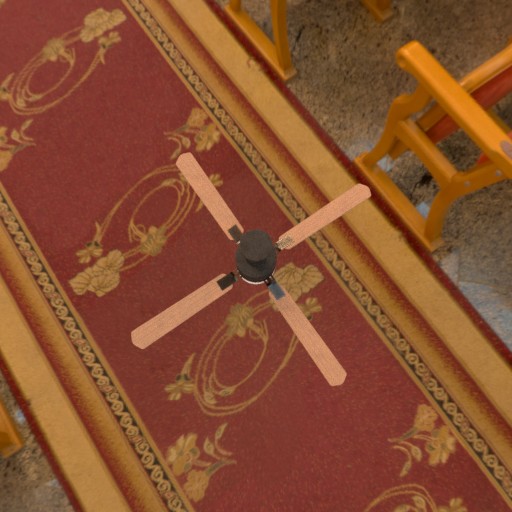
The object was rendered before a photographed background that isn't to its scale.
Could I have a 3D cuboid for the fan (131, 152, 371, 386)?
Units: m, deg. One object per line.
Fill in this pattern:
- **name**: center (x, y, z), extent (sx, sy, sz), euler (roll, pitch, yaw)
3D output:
- **fan**: center (0.000, 0.000, 1.957), extent (1.320, 0.355, 1.320), euler (-33, 78, -8)
